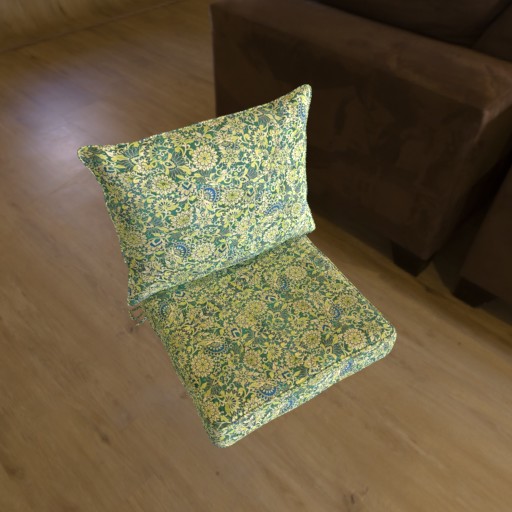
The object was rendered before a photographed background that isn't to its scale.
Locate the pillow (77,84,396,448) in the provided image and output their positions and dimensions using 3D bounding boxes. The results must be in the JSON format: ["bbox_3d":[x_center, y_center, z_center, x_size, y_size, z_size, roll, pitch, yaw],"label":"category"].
[{"bbox_3d":[0.000,0.000,1.398,0.798,0.722,0.740,-23,50,-21],"label":"pillow"}]
